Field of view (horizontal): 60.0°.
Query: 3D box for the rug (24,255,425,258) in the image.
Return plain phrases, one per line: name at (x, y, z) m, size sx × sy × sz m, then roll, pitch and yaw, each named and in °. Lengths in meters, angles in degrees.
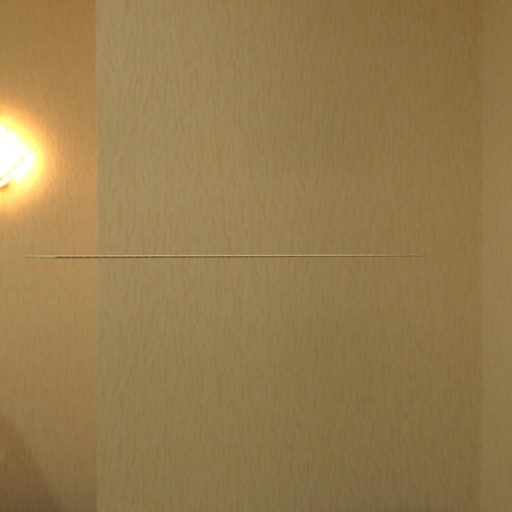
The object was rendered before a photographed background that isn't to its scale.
rug at (0.000, 0.000, 2.529) m, size 2.277 × 0.008 × 0.676 m, roll 0°, pitch 0°, yaw -36°
